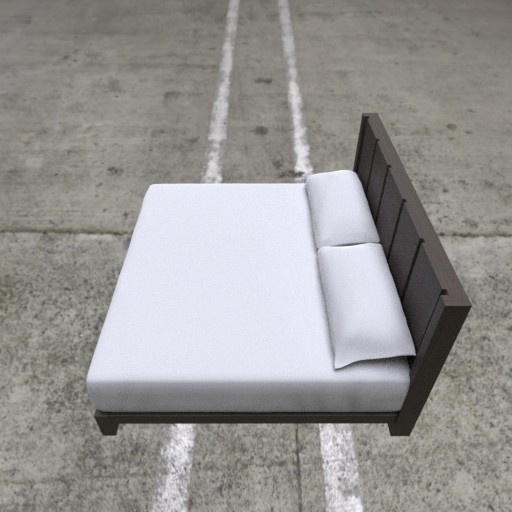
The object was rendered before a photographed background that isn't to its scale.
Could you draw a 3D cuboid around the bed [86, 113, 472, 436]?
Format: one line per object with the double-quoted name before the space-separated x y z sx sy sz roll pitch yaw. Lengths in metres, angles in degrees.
"bed" 0.000 0.000 3.281 2.012 1.270 2.134 0 42 0
